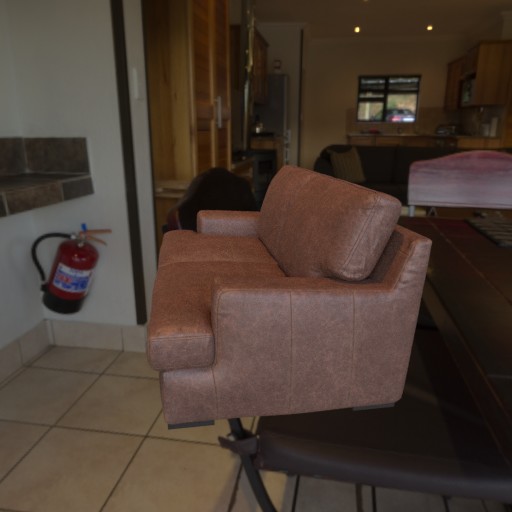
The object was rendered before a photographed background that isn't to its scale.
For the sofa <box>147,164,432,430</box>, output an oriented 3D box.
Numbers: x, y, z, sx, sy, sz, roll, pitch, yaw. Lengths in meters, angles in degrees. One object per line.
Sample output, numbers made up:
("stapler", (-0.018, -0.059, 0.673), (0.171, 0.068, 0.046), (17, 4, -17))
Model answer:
("sofa", (0.000, 0.000, 2.587), (1.143, 0.939, 1.880), (-3, 16, -9))
